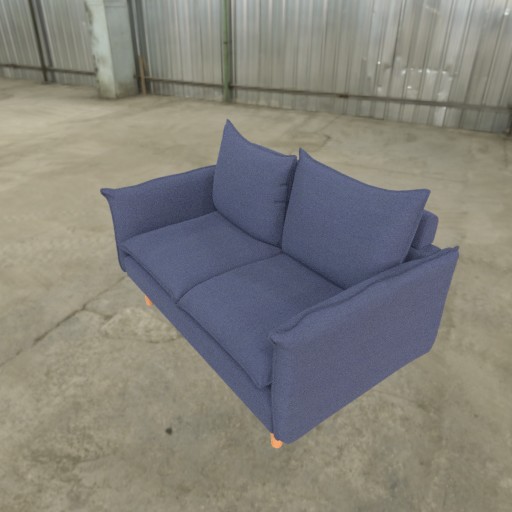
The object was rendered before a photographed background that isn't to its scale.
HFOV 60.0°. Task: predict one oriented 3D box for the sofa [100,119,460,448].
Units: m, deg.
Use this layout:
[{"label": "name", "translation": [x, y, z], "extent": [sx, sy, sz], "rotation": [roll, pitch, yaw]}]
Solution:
[{"label": "sofa", "translation": [0.000, 0.000, 1.848], "extent": [0.820, 0.840, 1.300], "rotation": [-21, 36, -31]}]
